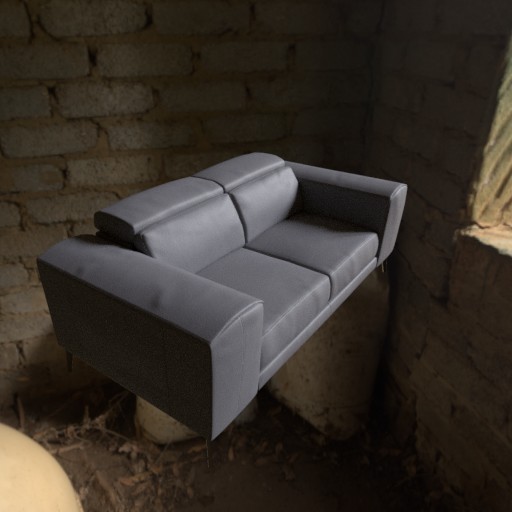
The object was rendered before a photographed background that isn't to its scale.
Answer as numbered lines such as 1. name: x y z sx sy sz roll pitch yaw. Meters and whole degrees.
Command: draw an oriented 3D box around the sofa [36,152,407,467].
1. sofa: 0.000 0.000 2.410 1.003 0.779 1.895 18 33 31
